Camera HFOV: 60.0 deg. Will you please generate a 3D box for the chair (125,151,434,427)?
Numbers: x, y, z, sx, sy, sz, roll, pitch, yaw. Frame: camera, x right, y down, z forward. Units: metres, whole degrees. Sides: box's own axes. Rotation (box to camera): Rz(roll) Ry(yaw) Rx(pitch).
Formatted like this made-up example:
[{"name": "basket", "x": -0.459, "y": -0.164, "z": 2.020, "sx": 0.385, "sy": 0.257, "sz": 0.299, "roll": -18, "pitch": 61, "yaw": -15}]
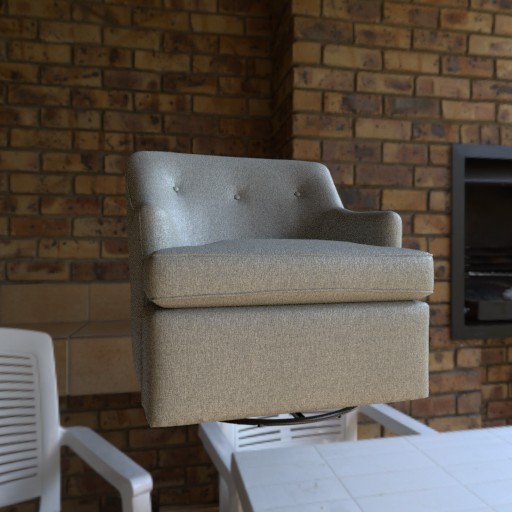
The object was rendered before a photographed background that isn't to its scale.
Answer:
[{"name": "chair", "x": 0.000, "y": 0.000, "z": 1.530, "sx": 0.864, "sy": 0.856, "sz": 0.923, "roll": 0, "pitch": 0, "yaw": -17}]
